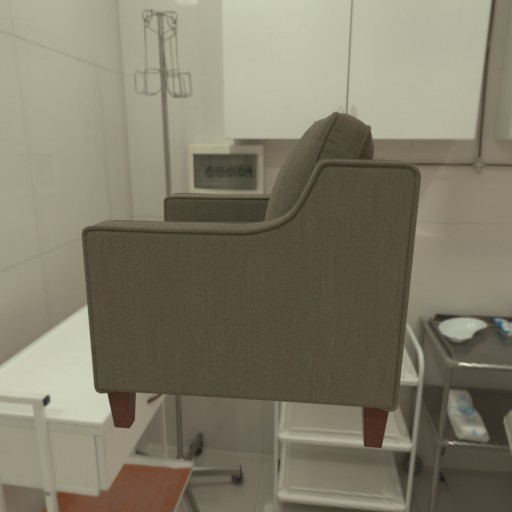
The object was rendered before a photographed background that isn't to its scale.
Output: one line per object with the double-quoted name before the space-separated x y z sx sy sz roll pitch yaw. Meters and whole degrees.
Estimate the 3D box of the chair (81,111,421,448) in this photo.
"chair" 0.000 0.000 1.603 0.909 0.960 0.831 2 15 7
